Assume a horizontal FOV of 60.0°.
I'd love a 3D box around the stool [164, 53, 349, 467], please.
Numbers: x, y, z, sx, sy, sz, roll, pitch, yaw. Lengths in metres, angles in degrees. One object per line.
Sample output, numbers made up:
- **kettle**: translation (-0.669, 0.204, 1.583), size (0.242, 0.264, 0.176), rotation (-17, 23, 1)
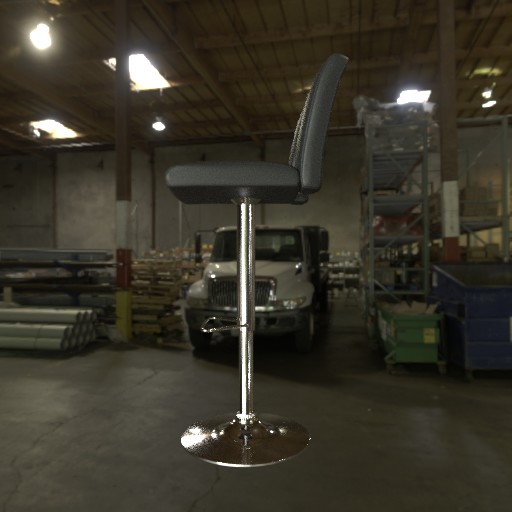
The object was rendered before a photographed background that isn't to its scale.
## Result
- **stool**: translation (0.000, 0.000, 1.418), size (0.520, 1.151, 0.415), rotation (0, 0, -1)
